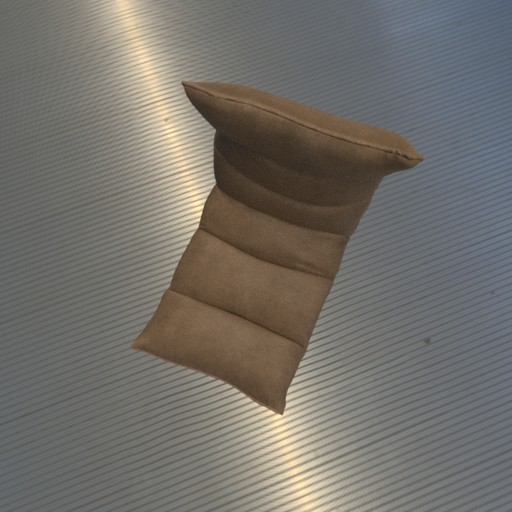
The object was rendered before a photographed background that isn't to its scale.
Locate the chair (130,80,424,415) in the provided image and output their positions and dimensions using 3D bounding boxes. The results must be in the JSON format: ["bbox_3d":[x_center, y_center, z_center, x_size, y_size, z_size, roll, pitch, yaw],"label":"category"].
[{"bbox_3d":[0.000,0.000,1.596,0.714,0.892,0.985,23,77,6],"label":"chair"}]
